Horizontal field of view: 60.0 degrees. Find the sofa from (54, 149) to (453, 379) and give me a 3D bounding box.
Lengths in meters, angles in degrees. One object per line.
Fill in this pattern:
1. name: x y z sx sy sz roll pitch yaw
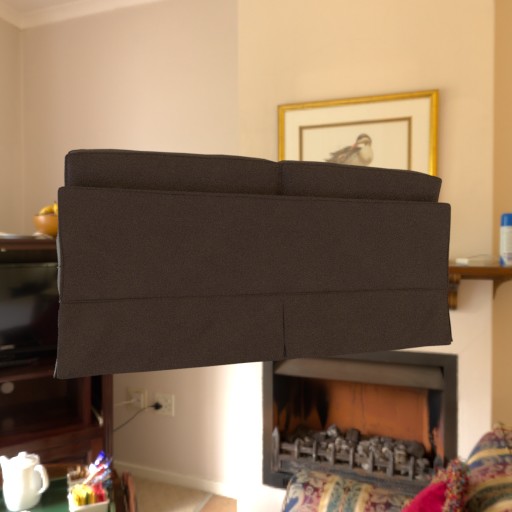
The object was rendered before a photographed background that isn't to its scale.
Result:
1. sofa: 0.000 0.000 2.784 2.256 1.094 0.983 0 1 -19
